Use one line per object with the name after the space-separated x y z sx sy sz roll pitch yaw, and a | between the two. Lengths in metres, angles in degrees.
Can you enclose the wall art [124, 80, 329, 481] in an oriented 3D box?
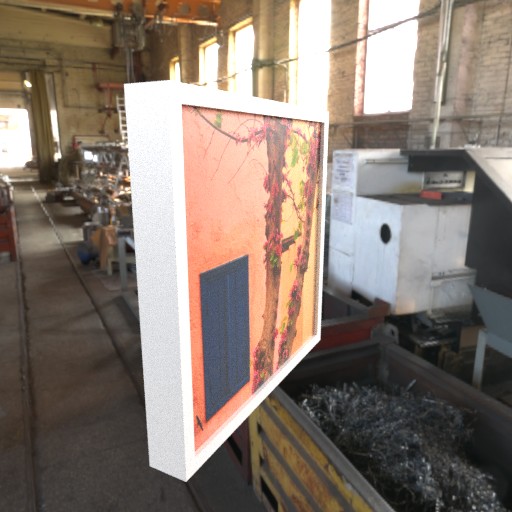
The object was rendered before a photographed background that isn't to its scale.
0.000 0.000 0.457 0.038 0.302 0.305 7 16 28 | wall art
